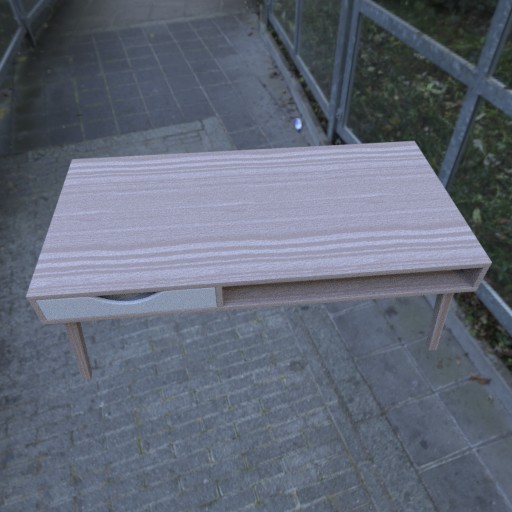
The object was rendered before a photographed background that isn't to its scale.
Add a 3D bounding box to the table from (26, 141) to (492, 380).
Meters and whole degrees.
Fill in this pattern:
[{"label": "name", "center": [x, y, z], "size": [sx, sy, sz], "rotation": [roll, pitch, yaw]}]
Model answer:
[{"label": "table", "center": [0.000, 0.000, 1.502], "size": [1.200, 0.450, 0.600], "rotation": [-4, 46, -4]}]
